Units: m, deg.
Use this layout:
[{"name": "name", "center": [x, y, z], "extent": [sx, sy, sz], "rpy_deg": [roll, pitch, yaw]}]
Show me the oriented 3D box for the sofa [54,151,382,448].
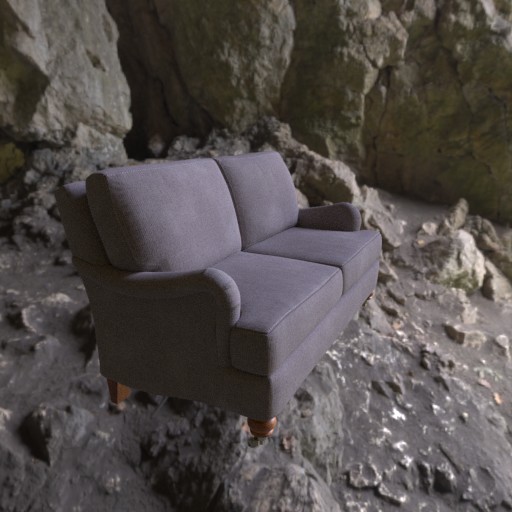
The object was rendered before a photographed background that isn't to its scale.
[{"name": "sofa", "center": [0.000, 0.000, 2.555], "extent": [1.084, 1.101, 1.853], "rpy_deg": [8, 18, 27]}]
